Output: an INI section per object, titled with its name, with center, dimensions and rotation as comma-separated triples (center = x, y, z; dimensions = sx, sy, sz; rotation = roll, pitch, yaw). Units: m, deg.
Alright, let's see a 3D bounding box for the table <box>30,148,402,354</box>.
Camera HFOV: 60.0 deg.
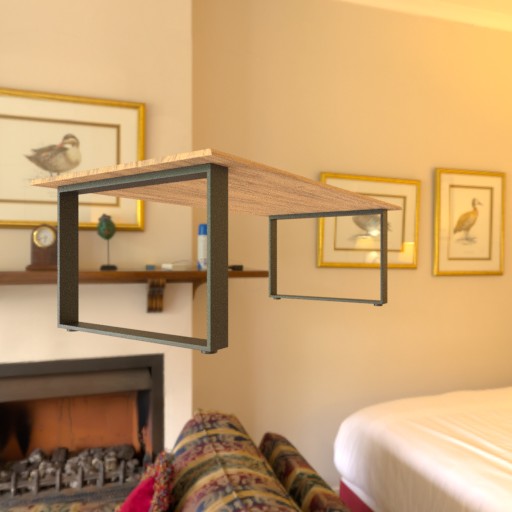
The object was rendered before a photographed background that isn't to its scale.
[table]
center = 0.000, 0.000, 1.650
dimensions = 0.693, 0.445, 1.331
rotation = 0, 0, 34
